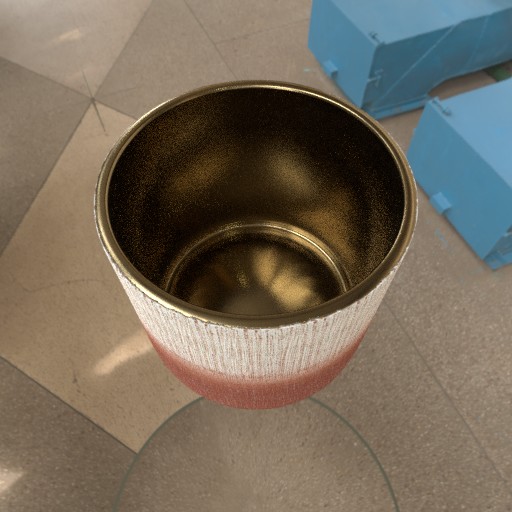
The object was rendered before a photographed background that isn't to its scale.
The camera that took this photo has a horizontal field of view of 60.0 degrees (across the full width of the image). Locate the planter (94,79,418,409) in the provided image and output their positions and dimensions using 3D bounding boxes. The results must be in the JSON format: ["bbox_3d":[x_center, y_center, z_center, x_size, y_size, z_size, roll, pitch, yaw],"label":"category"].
[{"bbox_3d":[0.000,0.000,0.308,0.178,0.157,0.178,0,58,0],"label":"planter"}]
